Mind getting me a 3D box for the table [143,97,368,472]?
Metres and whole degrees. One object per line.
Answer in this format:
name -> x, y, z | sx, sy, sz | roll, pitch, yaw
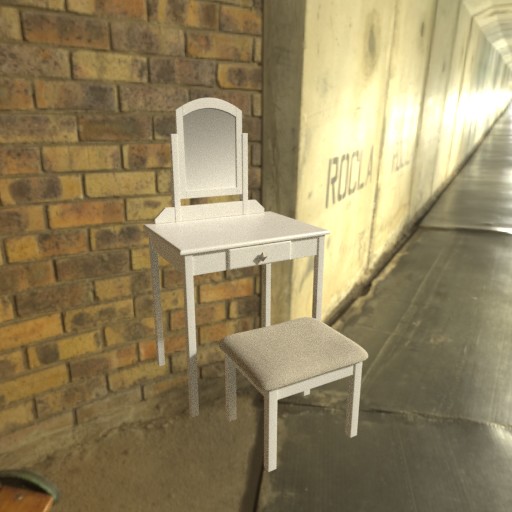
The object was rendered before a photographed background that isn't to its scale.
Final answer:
table -> 0.000, 0.000, 2.341 | 0.876, 1.631, 1.211 | -9, 19, -27
